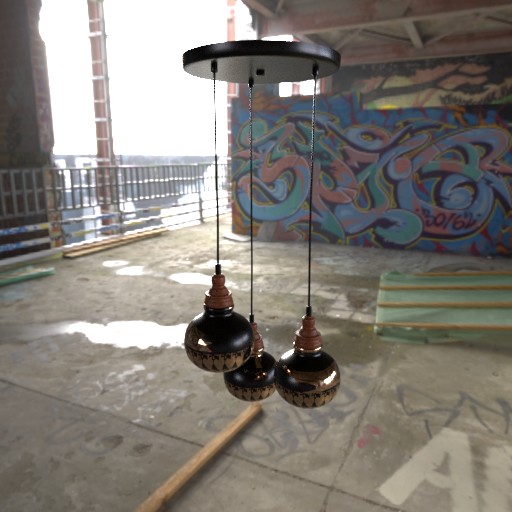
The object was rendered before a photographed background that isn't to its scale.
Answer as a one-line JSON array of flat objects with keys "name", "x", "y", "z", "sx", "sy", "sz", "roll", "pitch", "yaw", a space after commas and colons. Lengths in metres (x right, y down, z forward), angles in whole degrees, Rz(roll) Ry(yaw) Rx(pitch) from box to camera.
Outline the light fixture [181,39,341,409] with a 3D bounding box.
[{"name": "light fixture", "x": 0.000, "y": 0.000, "z": 1.700, "sx": 0.605, "sy": 1.410, "sz": 0.608, "roll": -12, "pitch": 18, "yaw": -43}]
